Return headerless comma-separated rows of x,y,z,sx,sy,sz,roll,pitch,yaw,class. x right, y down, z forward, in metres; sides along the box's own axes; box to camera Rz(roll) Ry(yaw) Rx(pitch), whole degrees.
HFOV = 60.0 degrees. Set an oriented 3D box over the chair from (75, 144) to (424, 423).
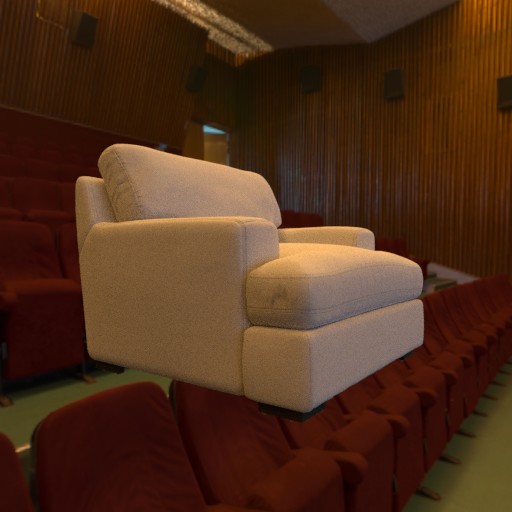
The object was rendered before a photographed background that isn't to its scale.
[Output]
0.000,0.000,1.961,1.158,0.930,1.140,1,1,36,chair
